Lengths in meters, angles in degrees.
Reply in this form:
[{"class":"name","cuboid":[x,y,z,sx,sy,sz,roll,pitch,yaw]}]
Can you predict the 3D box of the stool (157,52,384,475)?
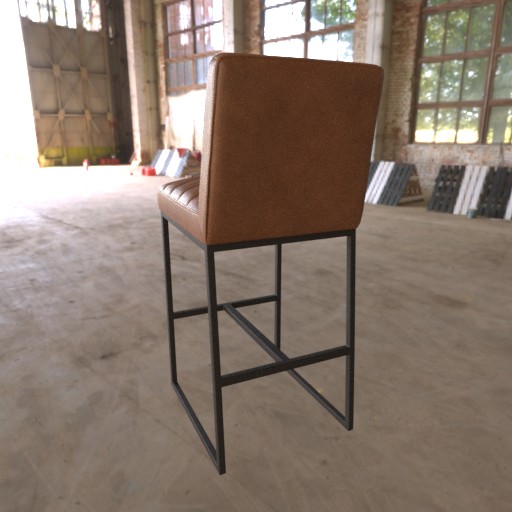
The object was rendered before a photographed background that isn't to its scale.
[{"class":"stool","cuboid":[0.000,0.000,1.330,0.458,1.040,0.556,-7,17,-24]}]
